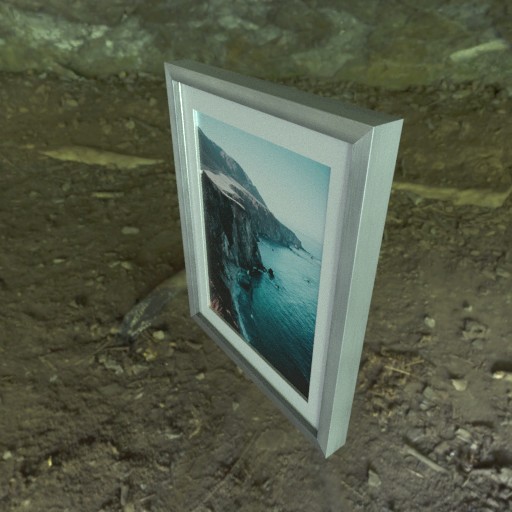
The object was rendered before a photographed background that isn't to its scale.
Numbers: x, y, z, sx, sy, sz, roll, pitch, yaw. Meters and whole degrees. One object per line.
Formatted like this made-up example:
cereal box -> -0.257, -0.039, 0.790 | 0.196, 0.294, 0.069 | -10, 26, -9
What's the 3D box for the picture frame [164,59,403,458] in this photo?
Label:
picture frame -> 0.000, 0.000, 0.750 | 0.046, 0.555, 0.449 | -22, 39, -30
